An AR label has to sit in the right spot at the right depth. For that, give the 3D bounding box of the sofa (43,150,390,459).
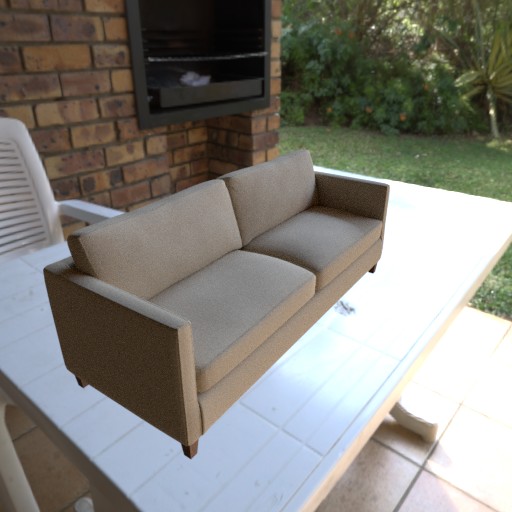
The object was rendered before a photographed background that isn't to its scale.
[{"bbox_3d":[0.000,0.000,2.898,0.951,0.968,2.361,17,31,31],"label":"sofa"}]
